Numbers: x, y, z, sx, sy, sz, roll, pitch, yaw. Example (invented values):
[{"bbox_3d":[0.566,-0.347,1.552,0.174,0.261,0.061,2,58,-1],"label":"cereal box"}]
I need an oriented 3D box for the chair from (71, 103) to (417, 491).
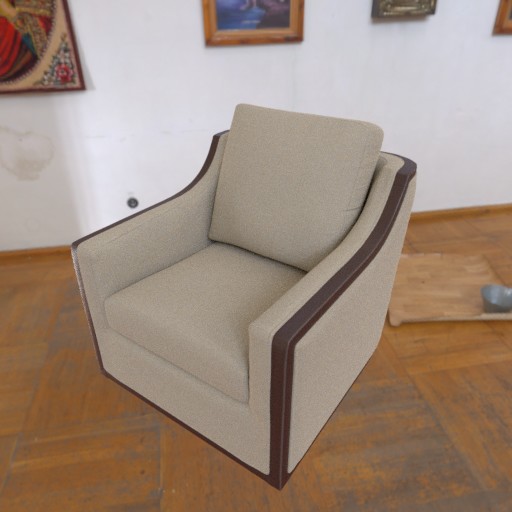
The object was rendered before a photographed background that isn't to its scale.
[{"bbox_3d":[0.000,0.000,1.623,0.870,0.930,0.950,20,36,30],"label":"chair"}]
